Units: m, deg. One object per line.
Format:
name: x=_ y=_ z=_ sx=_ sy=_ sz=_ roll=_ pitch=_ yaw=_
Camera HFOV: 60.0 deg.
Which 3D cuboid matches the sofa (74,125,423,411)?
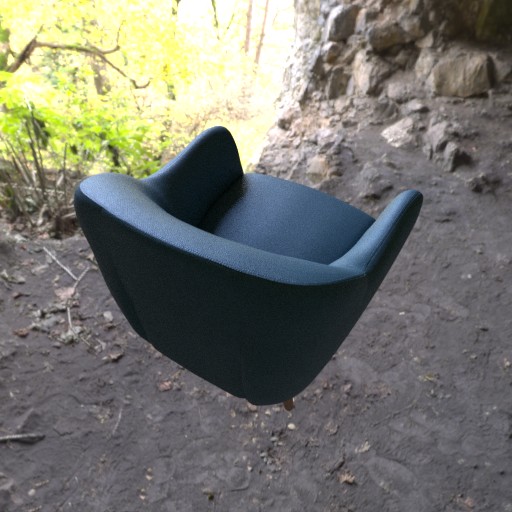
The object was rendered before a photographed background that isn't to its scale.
sofa: x=0.000 y=0.000 z=1.487 sx=0.836 sy=0.817 sz=0.825 roll=24 pitch=51 yaw=21
